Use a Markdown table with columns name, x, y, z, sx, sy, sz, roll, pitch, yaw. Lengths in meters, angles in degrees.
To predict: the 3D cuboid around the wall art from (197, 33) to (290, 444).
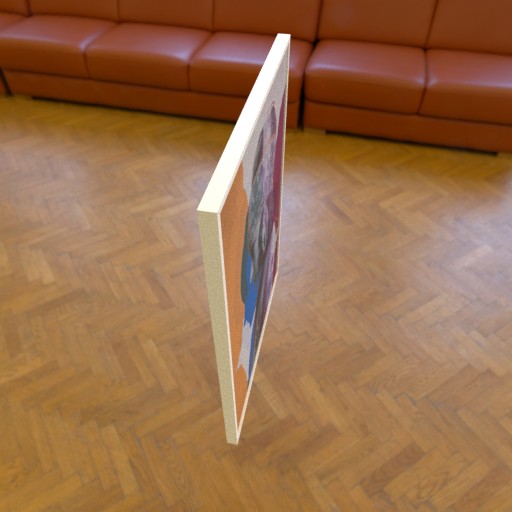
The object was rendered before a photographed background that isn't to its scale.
| name | x | y | z | sx | sy | sz | roll | pitch | yaw |
| --- | --- | --- | --- | --- | --- | --- | --- | --- | --- |
| wall art | 0.000 | 0.000 | 1.400 | 0.039 | 1.050 | 0.795 | 9 | 47 | 8 |
